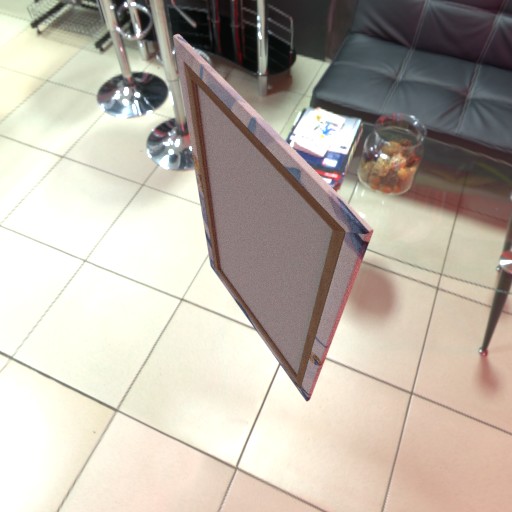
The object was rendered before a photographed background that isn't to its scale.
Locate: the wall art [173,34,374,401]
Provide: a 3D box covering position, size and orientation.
[{"bbox_3d":[0.000,0.000,1.167,0.016,0.914,0.610,-29,62,-17],"label":"wall art"}]
